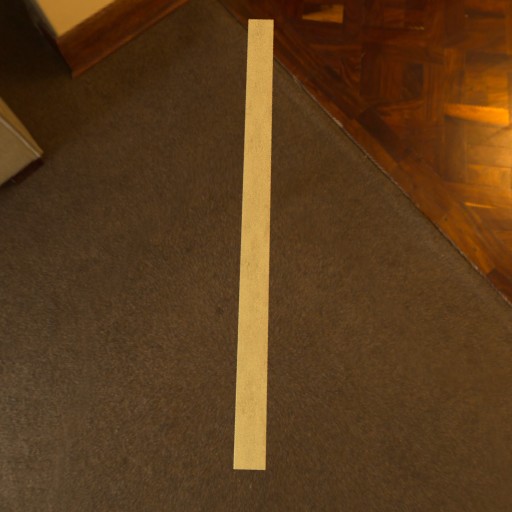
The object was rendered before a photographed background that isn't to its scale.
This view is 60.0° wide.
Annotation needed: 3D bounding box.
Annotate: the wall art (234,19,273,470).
[{"bbox_3d":[0.000,0.000,0.691,0.032,0.380,0.532,1,76,0],"label":"wall art"}]
